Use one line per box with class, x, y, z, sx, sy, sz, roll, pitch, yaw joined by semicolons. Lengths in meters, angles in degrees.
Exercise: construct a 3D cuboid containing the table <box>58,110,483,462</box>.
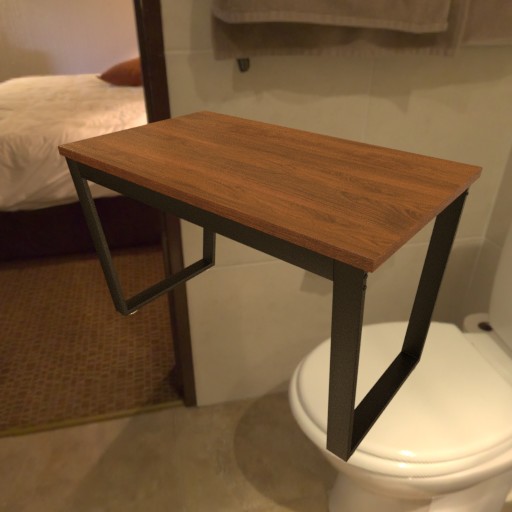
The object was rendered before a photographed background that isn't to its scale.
table;0.000;0.000;1.639;1.205;0.760;0.714;23;37;33
